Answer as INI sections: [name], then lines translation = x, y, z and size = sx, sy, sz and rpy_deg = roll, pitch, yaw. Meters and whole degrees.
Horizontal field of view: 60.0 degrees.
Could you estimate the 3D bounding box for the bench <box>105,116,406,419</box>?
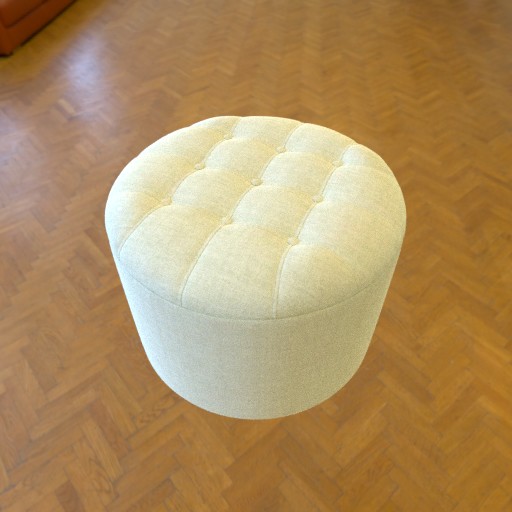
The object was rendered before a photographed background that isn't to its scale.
[bench]
translation = 0.000, 0.000, 1.024
size = 0.600, 0.453, 0.600
rpy_deg = 0, 46, 0
